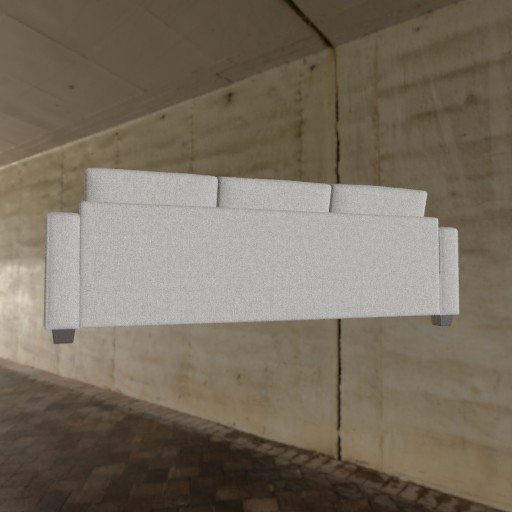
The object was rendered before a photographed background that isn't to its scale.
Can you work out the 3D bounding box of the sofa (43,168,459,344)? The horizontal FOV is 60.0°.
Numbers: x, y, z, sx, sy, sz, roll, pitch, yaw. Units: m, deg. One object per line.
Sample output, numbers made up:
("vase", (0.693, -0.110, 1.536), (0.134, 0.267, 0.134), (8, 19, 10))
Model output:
("sofa", (0.000, 0.000, 2.607), (2.160, 0.800, 0.900), (1, -2, -18))
